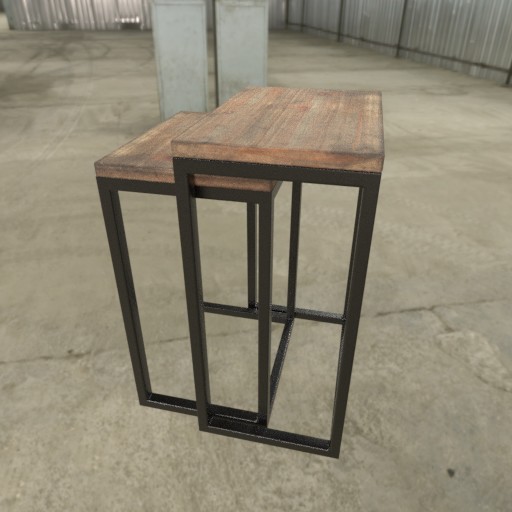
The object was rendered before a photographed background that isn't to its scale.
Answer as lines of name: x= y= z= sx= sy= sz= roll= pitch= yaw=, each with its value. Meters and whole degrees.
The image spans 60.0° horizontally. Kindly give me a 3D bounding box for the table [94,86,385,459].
table: x=0.000 y=0.000 z=0.952 sx=0.460 sy=0.615 sz=0.456 roll=8 pitch=31 yaw=13
